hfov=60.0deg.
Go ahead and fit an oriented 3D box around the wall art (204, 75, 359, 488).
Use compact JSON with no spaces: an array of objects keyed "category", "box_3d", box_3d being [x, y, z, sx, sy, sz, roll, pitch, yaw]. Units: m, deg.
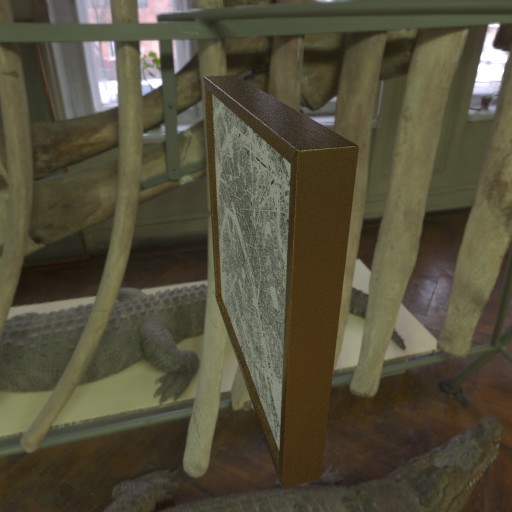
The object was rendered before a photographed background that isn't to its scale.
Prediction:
[{"category":"wall art","box_3d":[0.000,0.000,0.451,0.037,0.305,0.305,-8,30,-14]}]
